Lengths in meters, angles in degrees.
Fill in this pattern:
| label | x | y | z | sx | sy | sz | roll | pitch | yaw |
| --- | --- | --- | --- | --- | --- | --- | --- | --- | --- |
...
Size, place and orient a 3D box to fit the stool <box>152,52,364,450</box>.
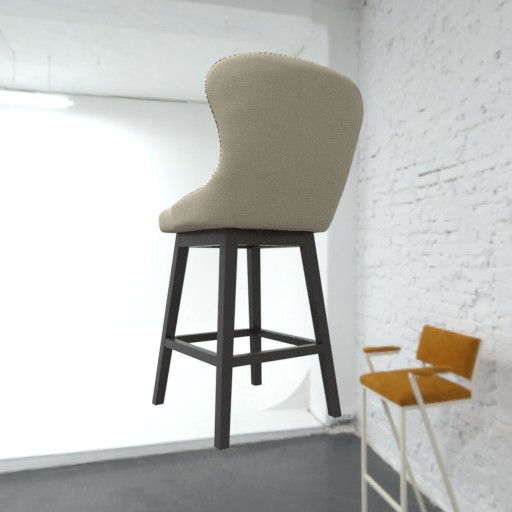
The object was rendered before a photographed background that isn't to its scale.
| label | x | y | z | sx | sy | sz | roll | pitch | yaw |
| --- | --- | --- | --- | --- | --- | --- | --- | --- | --- |
| stool | 0.000 | 0.000 | 1.349 | 0.528 | 0.971 | 0.593 | 0 | -1 | -35 |
